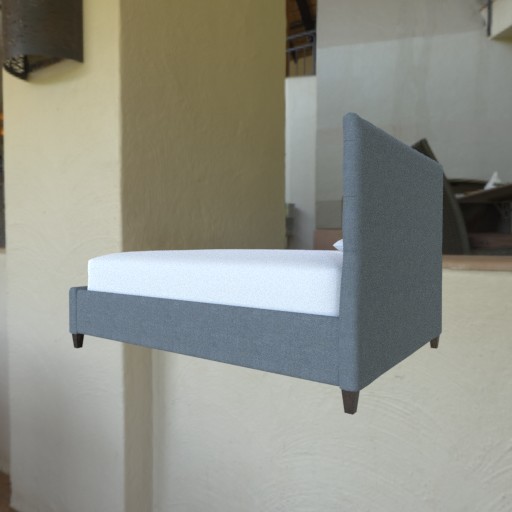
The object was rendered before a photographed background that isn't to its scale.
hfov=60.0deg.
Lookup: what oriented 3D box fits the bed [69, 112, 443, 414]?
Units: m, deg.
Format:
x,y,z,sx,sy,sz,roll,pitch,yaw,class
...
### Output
x,y,z,sx,sy,sz,roll,pitch,yaw,class
0.000,0.000,3.387,2.335,1.411,1.698,1,2,35,bed
